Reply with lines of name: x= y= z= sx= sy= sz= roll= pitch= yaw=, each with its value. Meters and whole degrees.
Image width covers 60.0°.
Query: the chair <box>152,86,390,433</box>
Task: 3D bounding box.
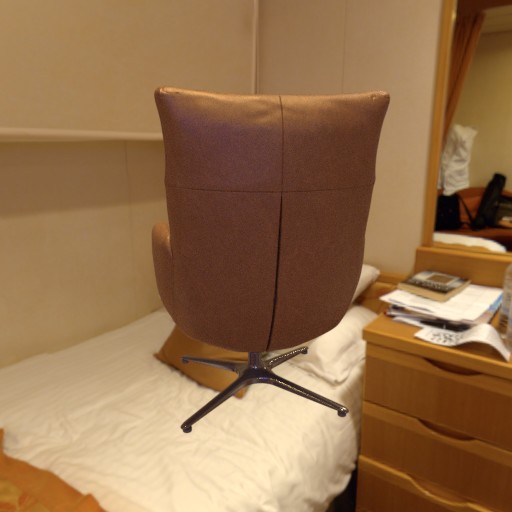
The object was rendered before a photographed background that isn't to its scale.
chair: x=0.000 y=0.000 z=1.548 sx=0.711 sy=1.027 sz=0.794 roll=-2 pitch=14 yaw=-9
